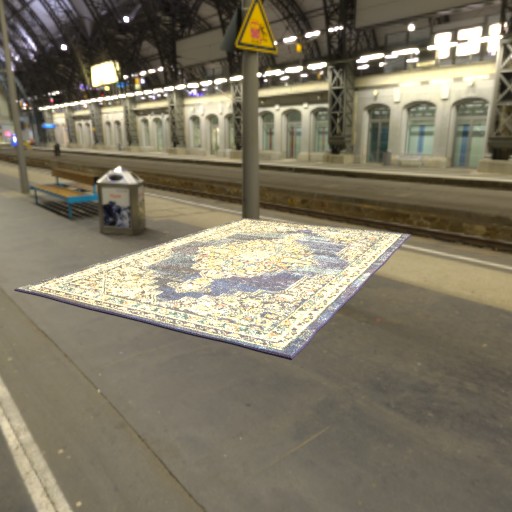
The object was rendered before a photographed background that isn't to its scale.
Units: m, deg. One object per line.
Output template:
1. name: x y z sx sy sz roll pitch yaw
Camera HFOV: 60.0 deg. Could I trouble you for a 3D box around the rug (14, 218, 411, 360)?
1. rug: 0.000 0.000 2.203 1.184 0.012 1.781 8 17 27
